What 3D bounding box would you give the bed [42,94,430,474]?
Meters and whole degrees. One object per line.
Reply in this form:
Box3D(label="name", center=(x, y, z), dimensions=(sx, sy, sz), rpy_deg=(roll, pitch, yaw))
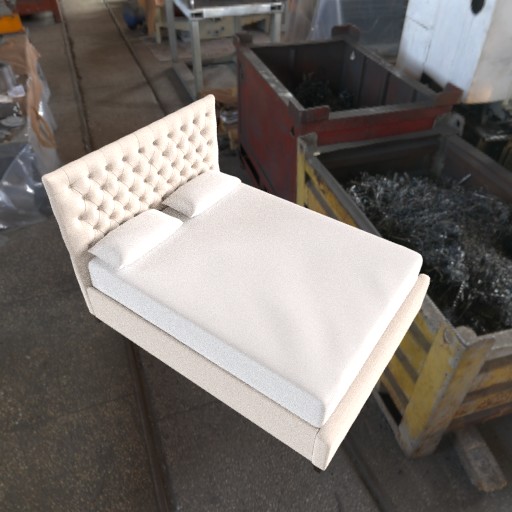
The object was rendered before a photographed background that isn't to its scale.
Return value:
Box3D(label="bed", center=(0.000, 0.000, 3.321), dimensions=(2.233, 1.426, 1.696), rpy_deg=(26, 47, 26))
